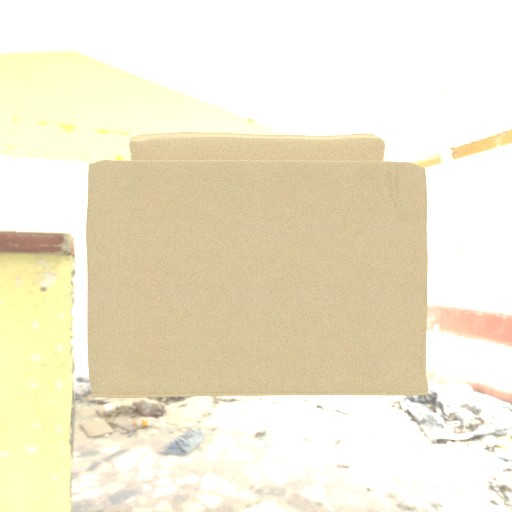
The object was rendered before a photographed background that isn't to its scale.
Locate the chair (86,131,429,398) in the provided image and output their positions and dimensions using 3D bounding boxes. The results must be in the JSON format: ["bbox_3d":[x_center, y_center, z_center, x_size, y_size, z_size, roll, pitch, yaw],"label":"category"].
[{"bbox_3d":[0.000,0.000,1.780,1.057,0.851,0.947,0,-1,-1],"label":"chair"}]
